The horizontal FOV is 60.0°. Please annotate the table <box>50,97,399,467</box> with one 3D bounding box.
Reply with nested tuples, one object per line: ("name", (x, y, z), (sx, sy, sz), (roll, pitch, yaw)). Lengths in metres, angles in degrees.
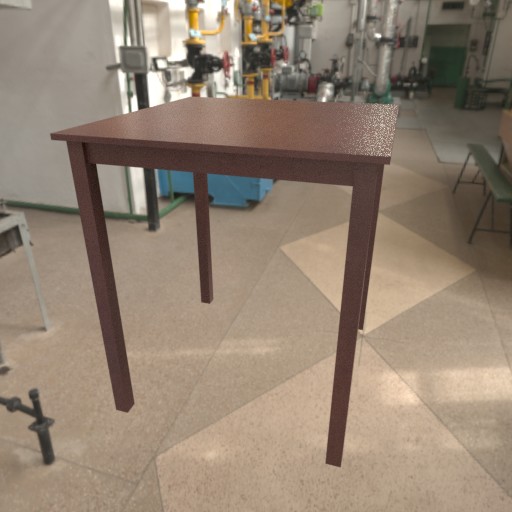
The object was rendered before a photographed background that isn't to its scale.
("table", (0.000, 0.000, 1.631), (0.861, 0.991, 0.861), (8, 27, 16))
